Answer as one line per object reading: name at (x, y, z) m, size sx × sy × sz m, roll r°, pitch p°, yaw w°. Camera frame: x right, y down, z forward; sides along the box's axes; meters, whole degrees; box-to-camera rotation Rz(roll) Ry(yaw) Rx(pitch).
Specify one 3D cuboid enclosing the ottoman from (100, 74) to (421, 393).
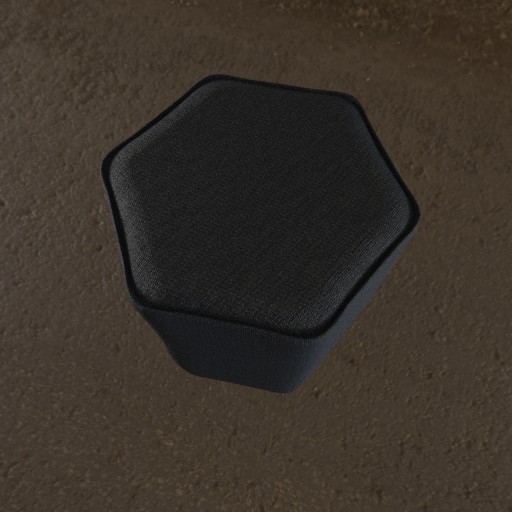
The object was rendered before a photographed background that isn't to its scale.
ottoman at (0.000, 0.000, 0.878) m, size 0.454 × 0.505 × 0.492 m, roll -13°, pitch 66°, yaw -6°
